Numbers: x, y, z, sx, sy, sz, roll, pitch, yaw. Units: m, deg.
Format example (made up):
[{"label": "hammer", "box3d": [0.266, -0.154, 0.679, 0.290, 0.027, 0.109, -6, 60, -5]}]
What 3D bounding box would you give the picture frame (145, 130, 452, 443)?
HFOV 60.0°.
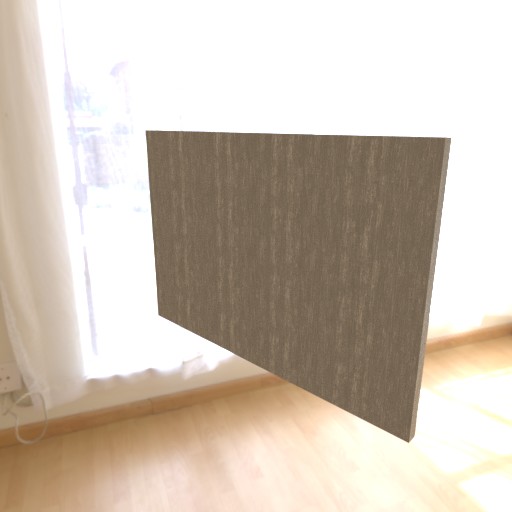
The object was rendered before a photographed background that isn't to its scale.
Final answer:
[{"label": "picture frame", "box3d": [0.000, 0.000, 1.194, 0.950, 0.640, 0.029, 16, 23, 42]}]
